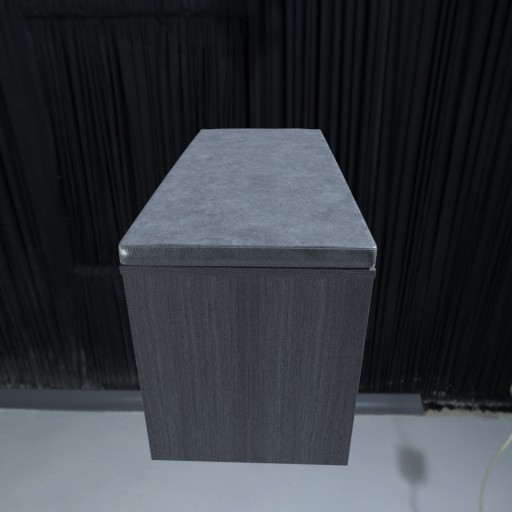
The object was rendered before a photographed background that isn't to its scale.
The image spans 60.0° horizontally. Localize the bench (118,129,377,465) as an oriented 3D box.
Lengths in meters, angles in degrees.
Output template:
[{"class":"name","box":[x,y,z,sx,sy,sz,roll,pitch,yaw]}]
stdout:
[{"class":"bench","box":[0.000,0.000,1.186,0.401,0.501,0.905,1,27,2]}]
